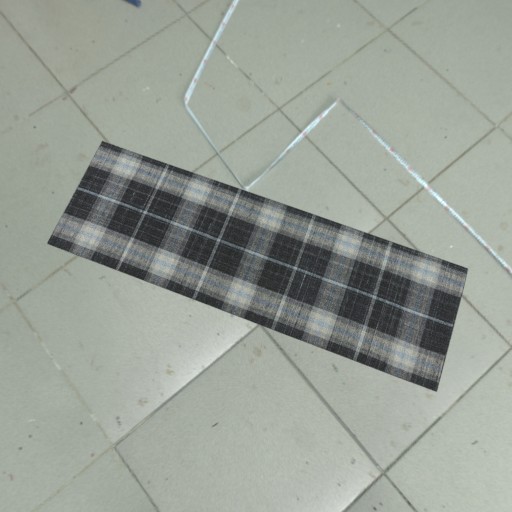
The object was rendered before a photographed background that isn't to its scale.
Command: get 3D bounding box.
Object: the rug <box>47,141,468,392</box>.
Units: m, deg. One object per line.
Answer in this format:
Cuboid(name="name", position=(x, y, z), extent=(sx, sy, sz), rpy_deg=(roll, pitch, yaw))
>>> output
Cuboid(name="rug", position=(0.000, 0.000, 2.671), extent=(2.434, 0.012, 0.760), rpy_deg=(20, 75, 6))
